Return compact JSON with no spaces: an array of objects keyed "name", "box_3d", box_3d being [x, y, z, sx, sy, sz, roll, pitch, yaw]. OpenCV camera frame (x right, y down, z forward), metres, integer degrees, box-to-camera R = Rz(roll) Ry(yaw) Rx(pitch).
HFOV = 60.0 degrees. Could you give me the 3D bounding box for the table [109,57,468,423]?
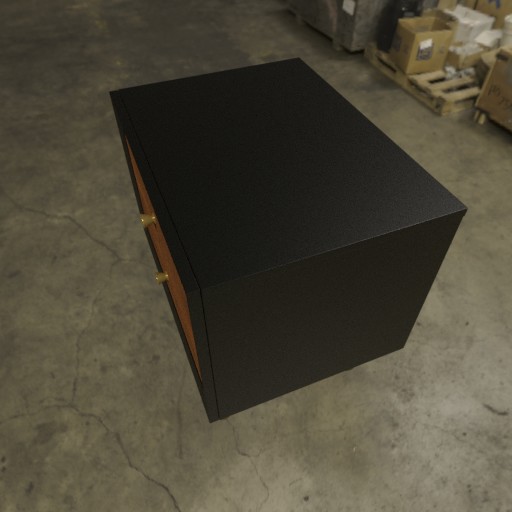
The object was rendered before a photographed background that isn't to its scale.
[{"name":"table","box_3d":[0.000,0.000,0.983,0.441,0.584,0.564,-17,49,-15]}]
